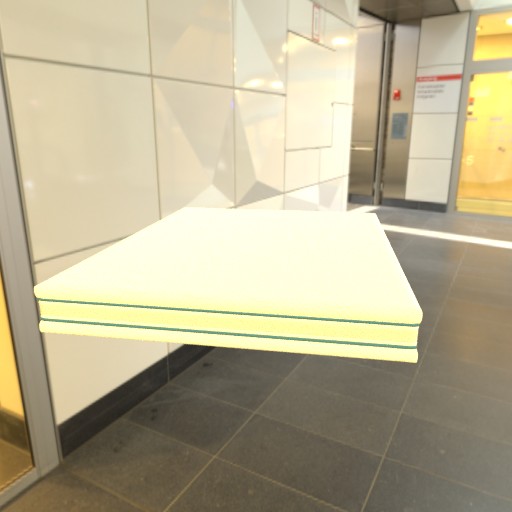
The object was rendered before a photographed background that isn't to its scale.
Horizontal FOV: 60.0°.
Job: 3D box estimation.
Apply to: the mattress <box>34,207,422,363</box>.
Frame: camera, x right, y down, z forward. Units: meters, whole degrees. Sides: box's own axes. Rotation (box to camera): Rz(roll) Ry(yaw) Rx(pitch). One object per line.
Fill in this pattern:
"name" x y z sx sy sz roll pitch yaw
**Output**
"mattress" 0.000 0.000 2.745 1.600 0.230 2.000 3 16 9
